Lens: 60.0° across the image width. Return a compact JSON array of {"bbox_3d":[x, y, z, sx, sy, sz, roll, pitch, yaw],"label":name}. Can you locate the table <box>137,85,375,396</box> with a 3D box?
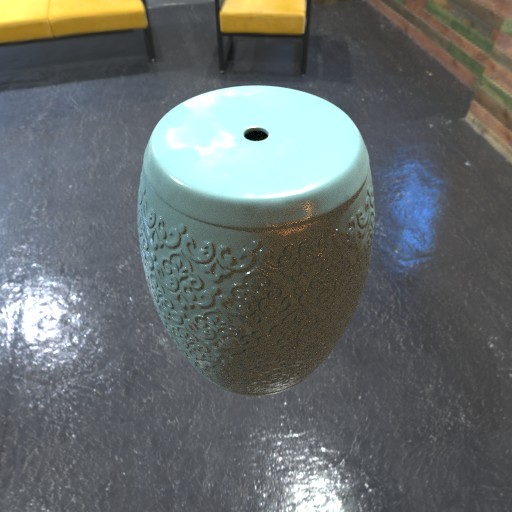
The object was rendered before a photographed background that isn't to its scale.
[{"bbox_3d":[0.000,0.000,0.630,0.309,0.397,0.309,0,47,0],"label":"table"}]
